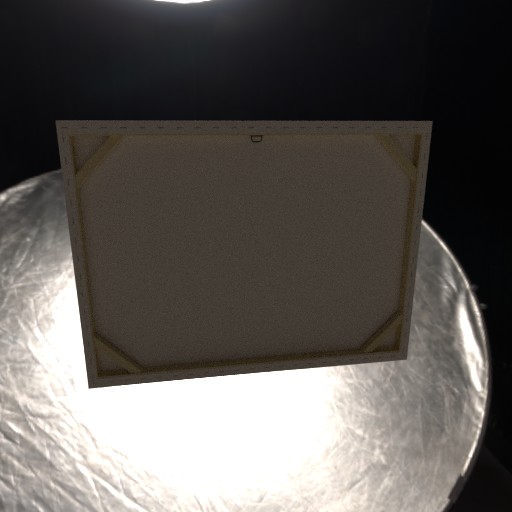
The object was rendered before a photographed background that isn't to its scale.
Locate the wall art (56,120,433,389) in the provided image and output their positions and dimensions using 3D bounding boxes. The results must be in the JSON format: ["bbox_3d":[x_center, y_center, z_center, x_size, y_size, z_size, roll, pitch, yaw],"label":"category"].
[{"bbox_3d":[0.000,0.000,1.308,1.016,0.762,0.038,-3,17,-9],"label":"wall art"}]
